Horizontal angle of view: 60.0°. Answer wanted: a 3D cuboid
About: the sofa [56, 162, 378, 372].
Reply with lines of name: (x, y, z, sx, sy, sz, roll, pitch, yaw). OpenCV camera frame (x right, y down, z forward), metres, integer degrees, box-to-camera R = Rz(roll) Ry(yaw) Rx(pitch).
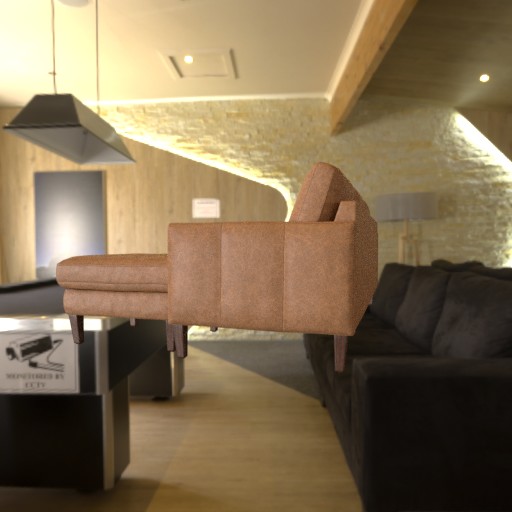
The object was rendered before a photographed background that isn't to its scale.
sofa: (0.000, 0.000, 2.984, 1.506, 0.876, 2.178, 1, 2, 18)
